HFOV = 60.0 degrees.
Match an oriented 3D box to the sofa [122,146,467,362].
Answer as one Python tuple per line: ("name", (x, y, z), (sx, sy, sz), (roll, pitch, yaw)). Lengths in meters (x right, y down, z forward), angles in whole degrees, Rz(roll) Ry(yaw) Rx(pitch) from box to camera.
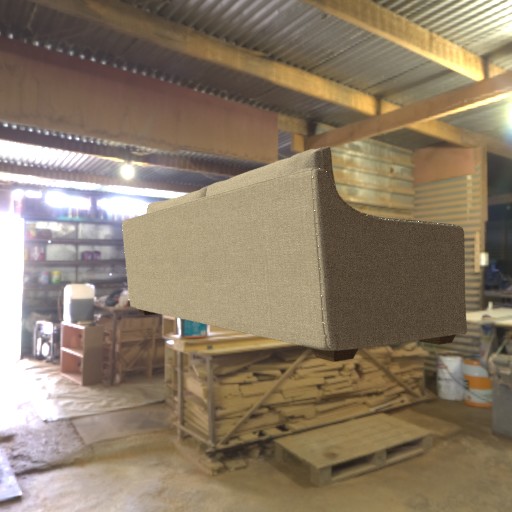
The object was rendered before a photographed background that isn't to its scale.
("sofa", (0.000, 0.000, 2.758), (1.000, 0.857, 2.208), (1, -2, -34))
